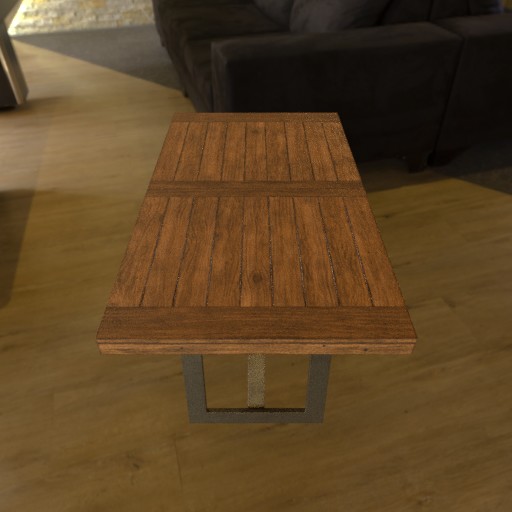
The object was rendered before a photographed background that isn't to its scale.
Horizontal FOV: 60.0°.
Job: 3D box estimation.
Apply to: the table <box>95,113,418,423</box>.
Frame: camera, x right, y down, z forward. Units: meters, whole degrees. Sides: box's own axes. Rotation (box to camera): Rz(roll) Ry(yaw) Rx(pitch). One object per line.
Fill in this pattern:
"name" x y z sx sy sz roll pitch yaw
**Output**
"table" 0.000 0.000 2.148 0.931 0.757 1.641 0 40 0
